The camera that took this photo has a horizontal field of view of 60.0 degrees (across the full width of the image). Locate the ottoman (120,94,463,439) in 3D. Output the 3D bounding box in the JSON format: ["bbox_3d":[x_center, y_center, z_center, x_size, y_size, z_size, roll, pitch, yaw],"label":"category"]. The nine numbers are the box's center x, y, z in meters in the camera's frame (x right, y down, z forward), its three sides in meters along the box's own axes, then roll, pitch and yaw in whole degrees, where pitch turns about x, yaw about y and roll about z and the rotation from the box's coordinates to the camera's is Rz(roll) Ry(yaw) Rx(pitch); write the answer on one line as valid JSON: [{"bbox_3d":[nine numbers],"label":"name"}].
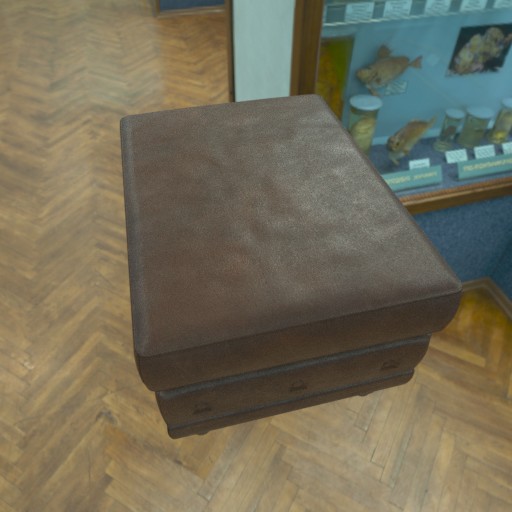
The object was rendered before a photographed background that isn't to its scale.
[{"bbox_3d":[0.000,0.000,1.156,0.588,0.509,0.795,-10,46,-10],"label":"ottoman"}]
